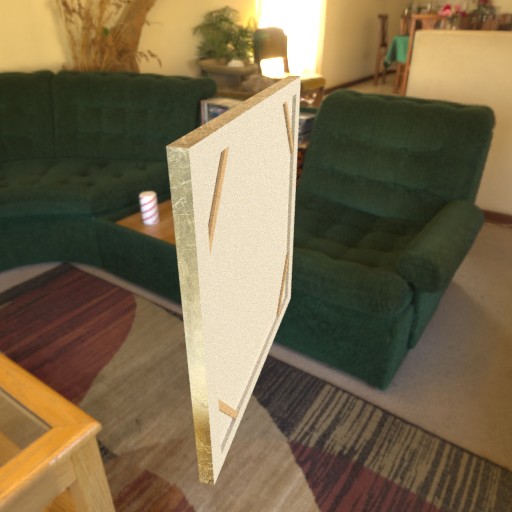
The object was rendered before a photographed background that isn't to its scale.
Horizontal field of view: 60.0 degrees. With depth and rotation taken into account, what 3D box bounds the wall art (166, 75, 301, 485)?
[{"bbox_3d":[0.000,0.000,1.612,0.051,1.091,1.092,8,31,15],"label":"wall art"}]
